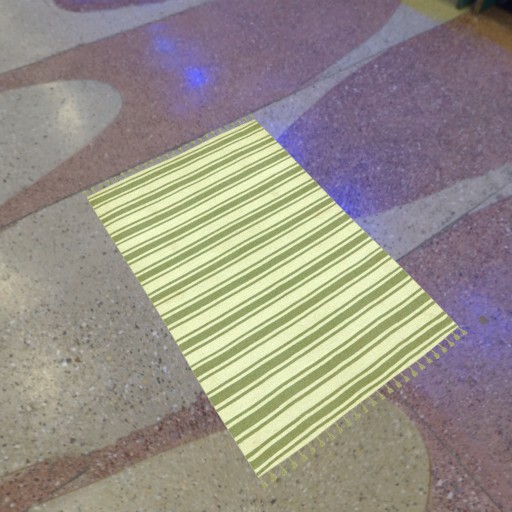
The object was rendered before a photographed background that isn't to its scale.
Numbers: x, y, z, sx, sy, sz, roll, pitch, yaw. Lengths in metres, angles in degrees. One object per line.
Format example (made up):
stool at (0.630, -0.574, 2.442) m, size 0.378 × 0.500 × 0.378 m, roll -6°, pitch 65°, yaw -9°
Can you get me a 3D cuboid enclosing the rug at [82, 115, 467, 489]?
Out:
rug at (0.000, 0.000, 3.048) m, size 1.540 × 0.018 × 2.435 m, roll -30°, pitch 63°, yaw -17°
